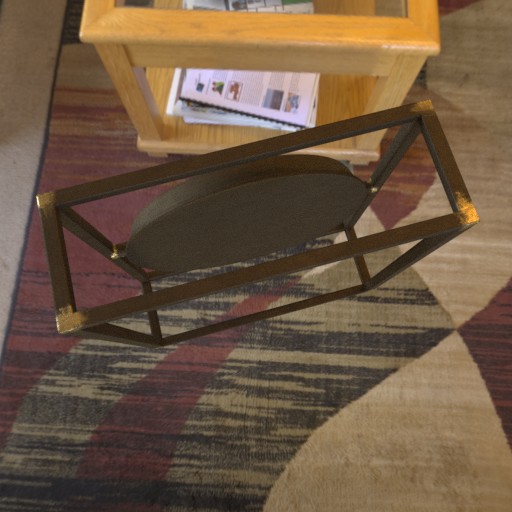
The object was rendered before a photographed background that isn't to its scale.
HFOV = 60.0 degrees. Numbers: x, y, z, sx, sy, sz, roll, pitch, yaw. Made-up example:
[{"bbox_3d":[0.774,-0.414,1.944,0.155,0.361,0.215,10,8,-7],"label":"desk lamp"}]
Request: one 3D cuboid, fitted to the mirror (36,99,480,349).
[{"bbox_3d":[0.000,0.000,0.469,0.306,0.303,0.107,-15,77,-4],"label":"mirror"}]
